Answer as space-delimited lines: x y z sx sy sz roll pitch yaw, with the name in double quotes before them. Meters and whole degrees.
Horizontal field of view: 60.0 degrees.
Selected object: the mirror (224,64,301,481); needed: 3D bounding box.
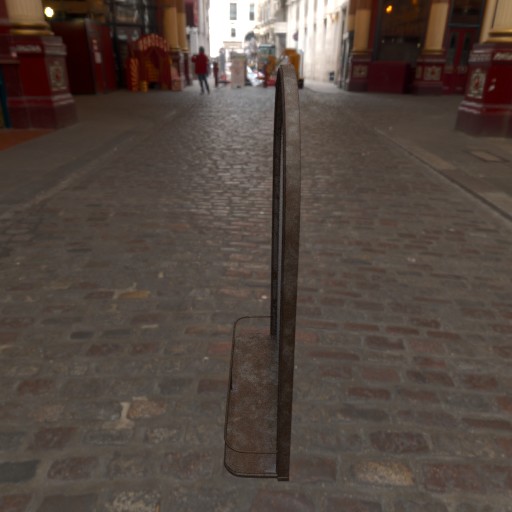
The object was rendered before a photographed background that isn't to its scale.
"mirror" 0.000 0.000 0.970 0.137 0.770 0.510 0 24 0
